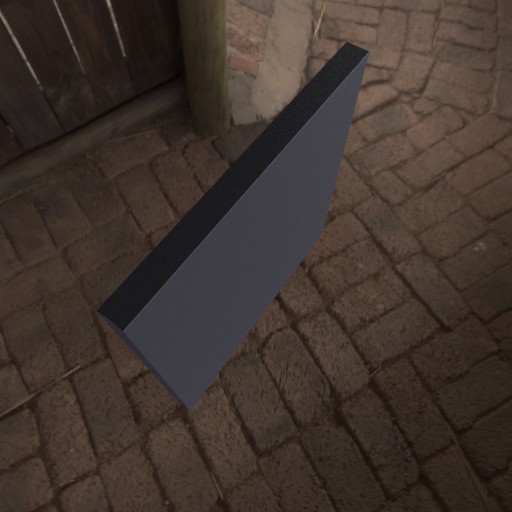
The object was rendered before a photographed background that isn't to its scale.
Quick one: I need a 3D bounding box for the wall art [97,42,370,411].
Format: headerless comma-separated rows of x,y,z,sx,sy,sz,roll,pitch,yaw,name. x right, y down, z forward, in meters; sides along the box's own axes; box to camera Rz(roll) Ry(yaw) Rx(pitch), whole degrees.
0.000,0.000,0.764,0.038,0.507,0.507,32,67,16,wall art
